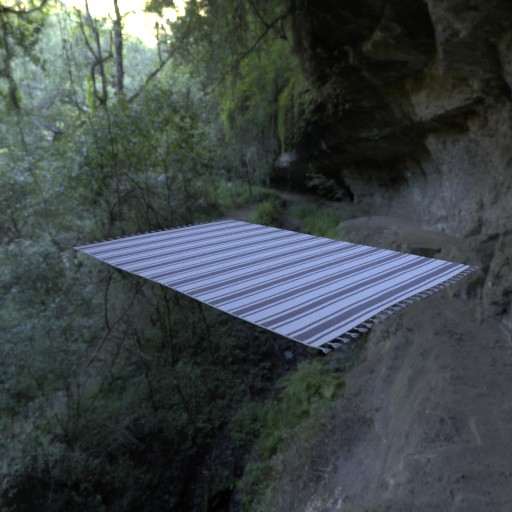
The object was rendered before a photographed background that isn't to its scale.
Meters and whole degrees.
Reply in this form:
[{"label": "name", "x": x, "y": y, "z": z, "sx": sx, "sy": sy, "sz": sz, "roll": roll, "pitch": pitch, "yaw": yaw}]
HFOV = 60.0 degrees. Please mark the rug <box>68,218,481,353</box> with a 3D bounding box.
[{"label": "rug", "x": 0.000, "y": 0.000, "z": 3.838, "sx": 2.030, "sy": 0.017, "sz": 3.040, "roll": -15, "pitch": 21, "yaw": -43}]
